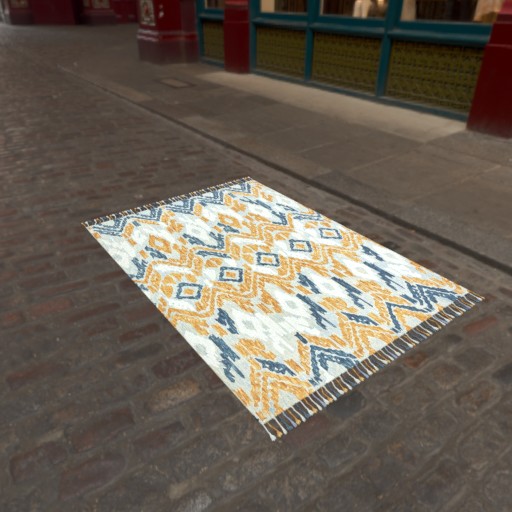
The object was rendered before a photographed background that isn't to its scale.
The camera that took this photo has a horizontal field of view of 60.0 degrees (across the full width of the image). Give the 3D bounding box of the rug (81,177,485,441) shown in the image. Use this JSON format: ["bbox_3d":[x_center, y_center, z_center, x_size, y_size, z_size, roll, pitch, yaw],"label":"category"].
[{"bbox_3d":[0.000,0.000,2.309,1.230,0.008,1.827,-22,38,-31],"label":"rug"}]
